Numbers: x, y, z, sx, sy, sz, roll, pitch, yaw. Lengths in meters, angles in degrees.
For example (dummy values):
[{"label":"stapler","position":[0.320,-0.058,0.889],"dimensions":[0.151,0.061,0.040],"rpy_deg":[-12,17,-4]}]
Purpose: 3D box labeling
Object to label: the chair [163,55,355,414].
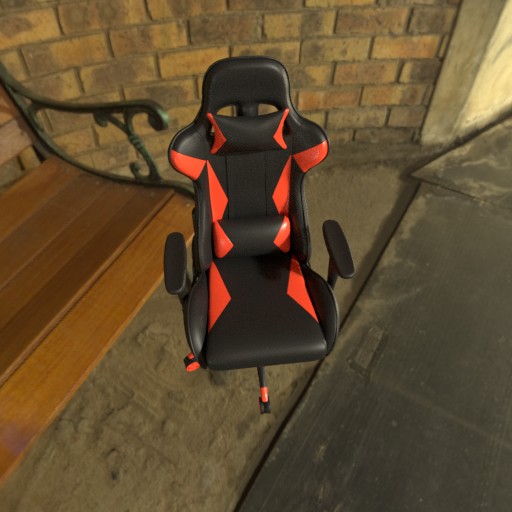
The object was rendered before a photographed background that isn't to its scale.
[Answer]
[{"label":"chair","position":[0.000,0.000,1.691],"dimensions":[0.695,1.282,0.730],"rpy_deg":[-5,47,-5]}]
